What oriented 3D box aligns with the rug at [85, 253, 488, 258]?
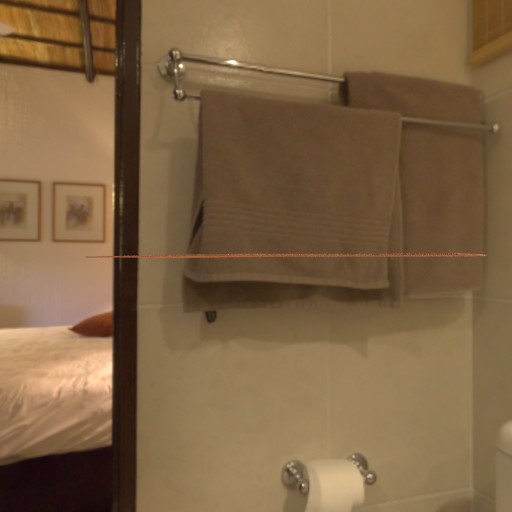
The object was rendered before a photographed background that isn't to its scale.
[{"bbox_3d":[0.000,0.000,2.609,2.353,0.013,0.718,0,-1,35],"label":"rug"}]
